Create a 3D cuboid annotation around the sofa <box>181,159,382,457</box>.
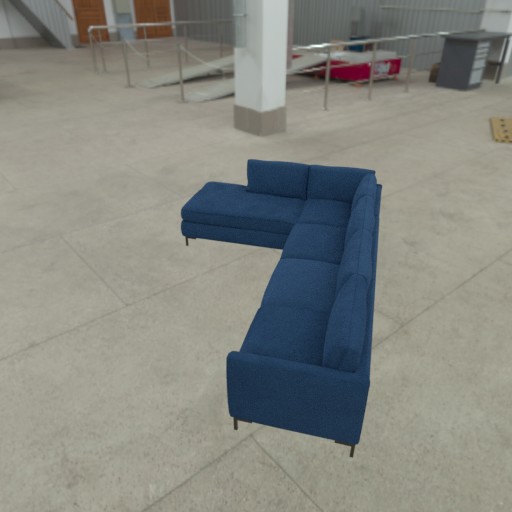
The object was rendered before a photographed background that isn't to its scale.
[{"bbox_3d":[0.000,0.000,3.826,2.007,0.815,2.949,8,32,13],"label":"sofa"}]
